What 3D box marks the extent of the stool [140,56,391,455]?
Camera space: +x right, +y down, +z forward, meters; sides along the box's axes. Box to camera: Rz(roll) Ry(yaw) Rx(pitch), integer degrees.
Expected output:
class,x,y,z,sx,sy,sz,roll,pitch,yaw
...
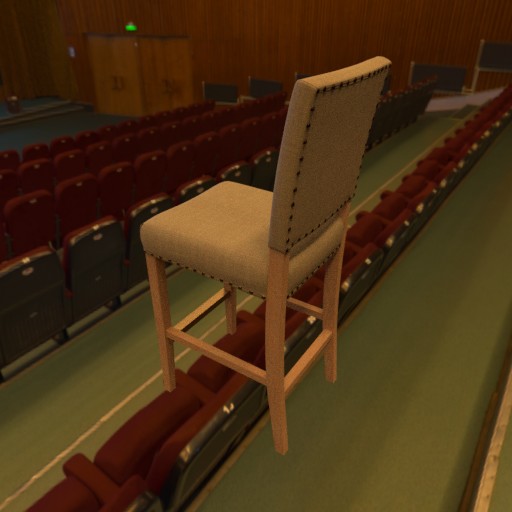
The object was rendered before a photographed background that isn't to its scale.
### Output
class,x,y,z,sx,sy,sz,roll,pitch,yaw
stool,0.000,0.000,1.429,0.585,1.173,0.445,19,36,29
